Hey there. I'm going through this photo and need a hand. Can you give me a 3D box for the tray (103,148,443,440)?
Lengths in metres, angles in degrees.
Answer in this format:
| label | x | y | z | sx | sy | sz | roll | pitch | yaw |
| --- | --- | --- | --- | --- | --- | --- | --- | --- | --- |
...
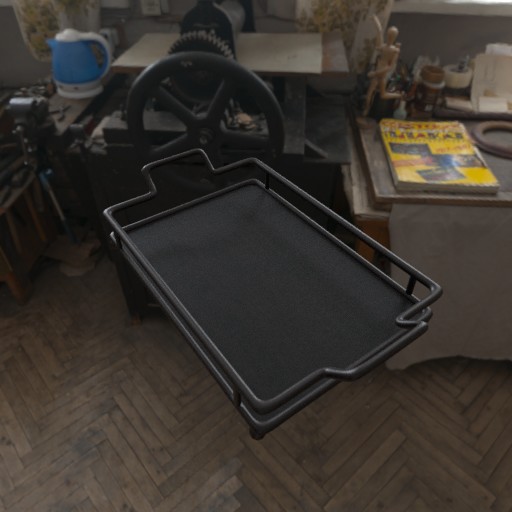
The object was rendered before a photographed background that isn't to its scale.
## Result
| label | x | y | z | sx | sy | sz | roll | pitch | yaw |
| --- | --- | --- | --- | --- | --- | --- | --- | --- | --- |
| tray | 0.000 | 0.000 | 0.636 | 0.297 | 0.101 | 0.495 | -26 | 48 | -26 |
